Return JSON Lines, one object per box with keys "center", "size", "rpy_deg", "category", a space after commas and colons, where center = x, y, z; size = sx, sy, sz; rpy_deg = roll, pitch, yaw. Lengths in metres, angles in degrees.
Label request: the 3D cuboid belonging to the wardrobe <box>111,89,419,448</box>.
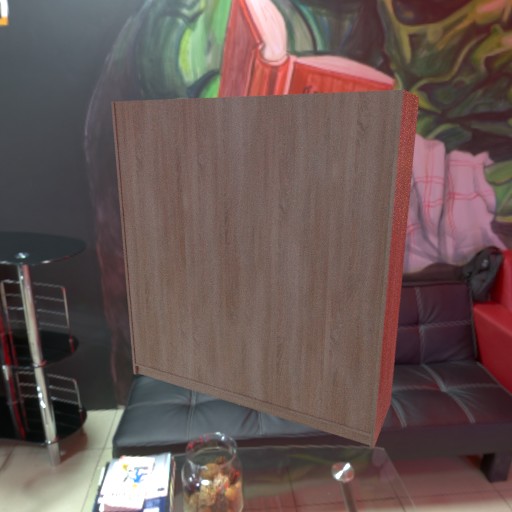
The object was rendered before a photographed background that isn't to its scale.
{"center": [0.000, 0.000, 3.239], "size": [1.998, 2.159, 0.598], "rpy_deg": [8, 17, 26], "category": "wardrobe"}
